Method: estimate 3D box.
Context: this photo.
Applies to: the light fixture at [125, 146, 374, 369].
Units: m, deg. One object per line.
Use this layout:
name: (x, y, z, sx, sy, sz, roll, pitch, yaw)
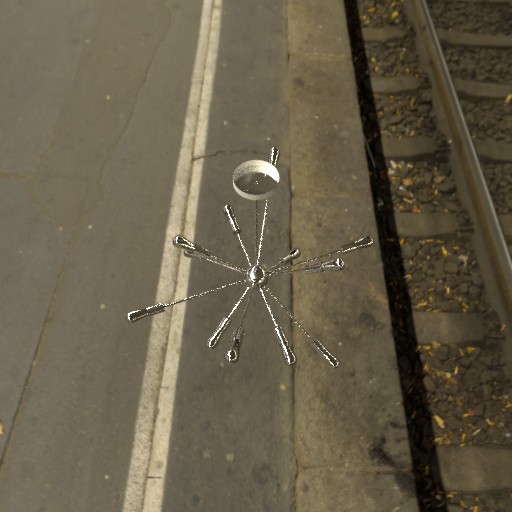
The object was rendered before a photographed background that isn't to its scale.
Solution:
light fixture: (0.000, 0.000, 1.064, 0.684, 0.558, 0.509, -17, 60, -10)
